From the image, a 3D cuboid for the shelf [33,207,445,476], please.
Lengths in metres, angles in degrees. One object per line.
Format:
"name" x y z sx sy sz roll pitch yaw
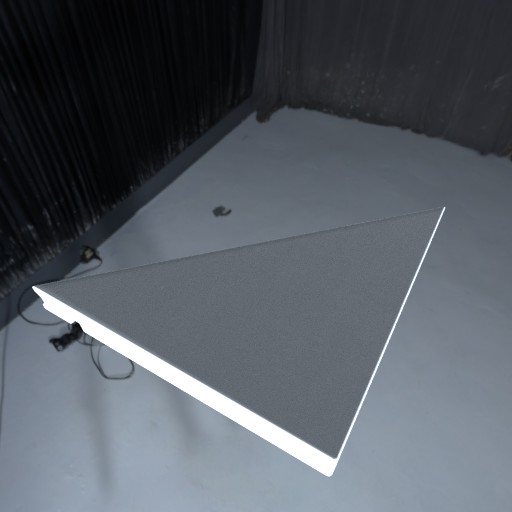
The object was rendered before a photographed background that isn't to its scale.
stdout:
"shelf" 0.000 0.000 0.445 0.296 0.035 0.296 23 52 20
